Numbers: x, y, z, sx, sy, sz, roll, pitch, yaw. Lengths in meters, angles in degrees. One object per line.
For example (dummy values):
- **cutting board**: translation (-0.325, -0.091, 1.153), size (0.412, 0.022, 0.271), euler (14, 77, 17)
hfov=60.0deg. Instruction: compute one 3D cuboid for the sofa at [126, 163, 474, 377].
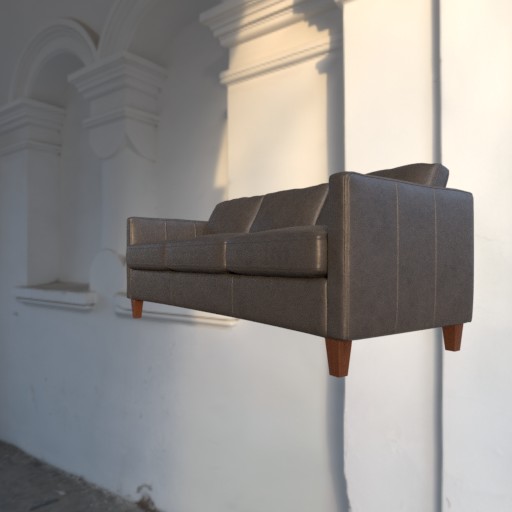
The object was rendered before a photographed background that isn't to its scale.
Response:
- **sofa**: translation (0.000, 0.000, 2.969), size (1.045, 1.006, 2.464), euler (0, -1, -36)
